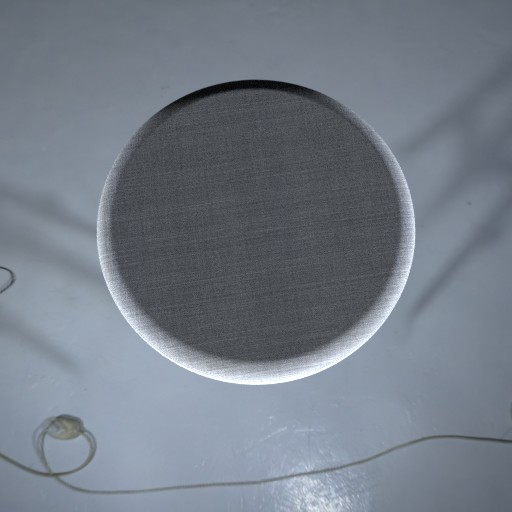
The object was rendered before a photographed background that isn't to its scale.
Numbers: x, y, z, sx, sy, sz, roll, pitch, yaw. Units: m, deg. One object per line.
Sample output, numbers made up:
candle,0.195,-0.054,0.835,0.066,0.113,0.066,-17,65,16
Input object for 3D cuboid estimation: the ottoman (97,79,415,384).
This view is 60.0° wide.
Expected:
ottoman,0.000,0.000,0.736,0.400,0.406,0.400,0,76,0
